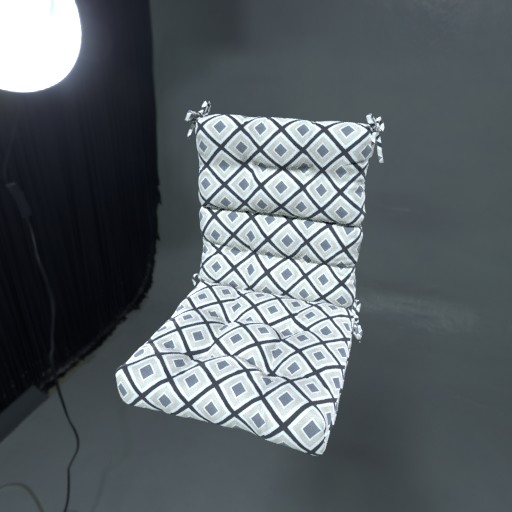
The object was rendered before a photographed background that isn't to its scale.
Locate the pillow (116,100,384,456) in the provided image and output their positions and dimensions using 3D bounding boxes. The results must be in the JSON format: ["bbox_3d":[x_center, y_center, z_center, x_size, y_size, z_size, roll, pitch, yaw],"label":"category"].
[{"bbox_3d":[0.000,0.000,1.040,0.519,0.605,0.571,9,29,16],"label":"pillow"}]
